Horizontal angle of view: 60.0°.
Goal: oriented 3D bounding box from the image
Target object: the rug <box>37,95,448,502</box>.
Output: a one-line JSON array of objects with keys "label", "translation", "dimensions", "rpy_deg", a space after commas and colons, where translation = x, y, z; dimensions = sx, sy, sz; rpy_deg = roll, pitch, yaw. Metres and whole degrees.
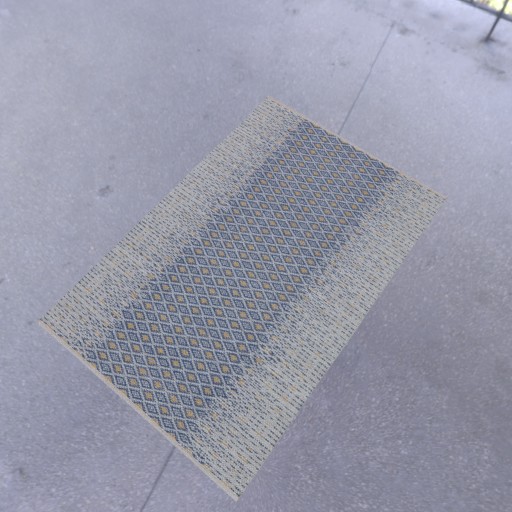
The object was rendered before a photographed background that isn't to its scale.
[{"label": "rug", "translation": [0.000, 0.000, 2.253], "dimensions": [1.219, 0.005, 1.828], "rpy_deg": [35, 69, 15]}]
